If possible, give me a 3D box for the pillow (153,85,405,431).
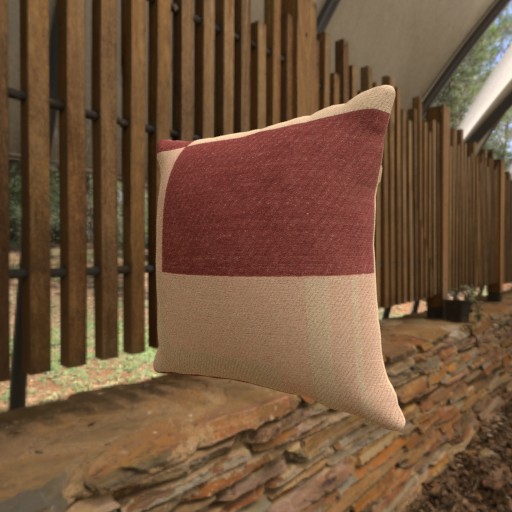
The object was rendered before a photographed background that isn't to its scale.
[{"bbox_3d":[0.000,0.000,0.797,0.536,0.506,0.229,1,1,36],"label":"pillow"}]
